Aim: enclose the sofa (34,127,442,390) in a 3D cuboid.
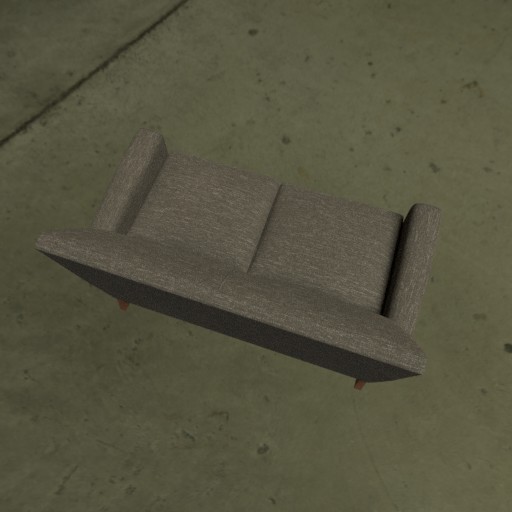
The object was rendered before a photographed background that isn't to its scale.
[{"bbox_3d":[0.000,0.000,2.089,1.509,0.905,0.867,17,65,8],"label":"sofa"}]
